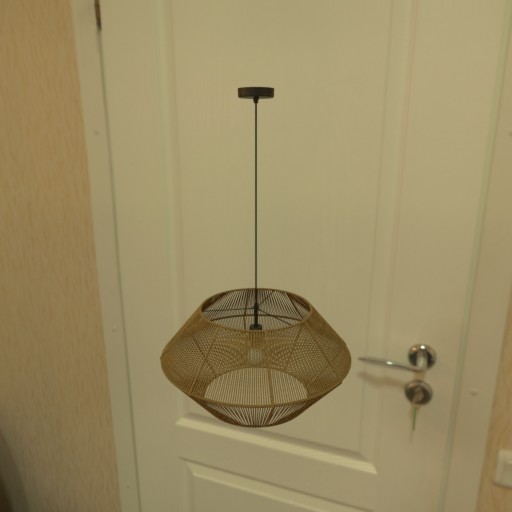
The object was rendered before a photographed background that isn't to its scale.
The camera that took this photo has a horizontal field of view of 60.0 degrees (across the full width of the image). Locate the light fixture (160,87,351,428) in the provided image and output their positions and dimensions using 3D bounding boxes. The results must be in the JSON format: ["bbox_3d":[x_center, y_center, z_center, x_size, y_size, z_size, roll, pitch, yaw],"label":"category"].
[{"bbox_3d":[0.000,0.000,1.422,0.643,1.009,0.643,0,16,0],"label":"light fixture"}]
